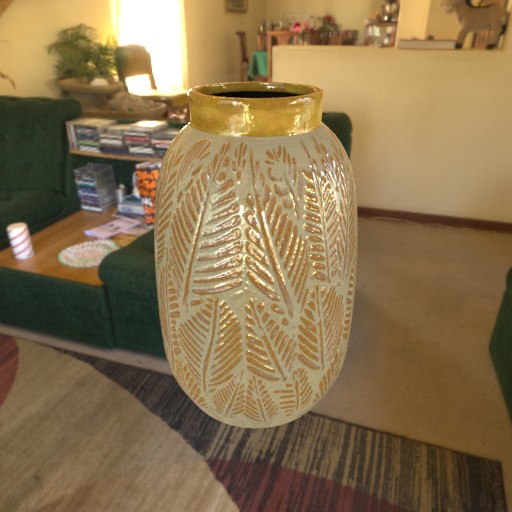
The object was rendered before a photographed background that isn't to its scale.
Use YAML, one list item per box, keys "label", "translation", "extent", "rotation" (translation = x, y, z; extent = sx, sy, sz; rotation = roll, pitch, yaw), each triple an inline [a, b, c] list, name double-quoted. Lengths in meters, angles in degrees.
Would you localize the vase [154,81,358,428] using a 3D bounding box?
- label: "vase"
  translation: [0.000, 0.000, 0.380]
  extent: [0.172, 0.270, 0.172]
  rotation: [0, 28, 0]
